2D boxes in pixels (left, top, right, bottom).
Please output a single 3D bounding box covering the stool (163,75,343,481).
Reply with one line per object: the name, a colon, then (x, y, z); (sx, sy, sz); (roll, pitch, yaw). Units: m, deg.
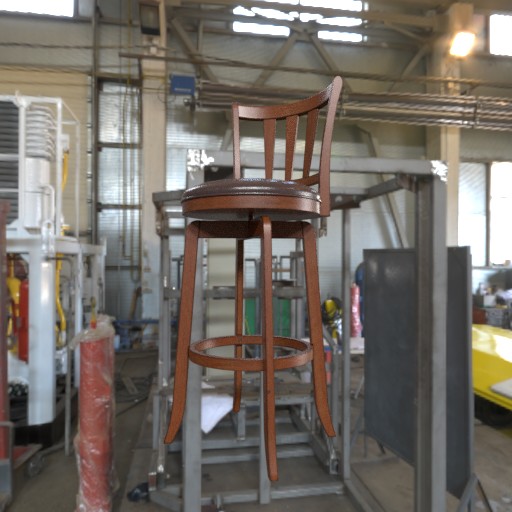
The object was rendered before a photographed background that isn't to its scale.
stool: (0.000, 0.000, 1.449); (0.464, 1.177, 0.503); (0, 0, 35)
